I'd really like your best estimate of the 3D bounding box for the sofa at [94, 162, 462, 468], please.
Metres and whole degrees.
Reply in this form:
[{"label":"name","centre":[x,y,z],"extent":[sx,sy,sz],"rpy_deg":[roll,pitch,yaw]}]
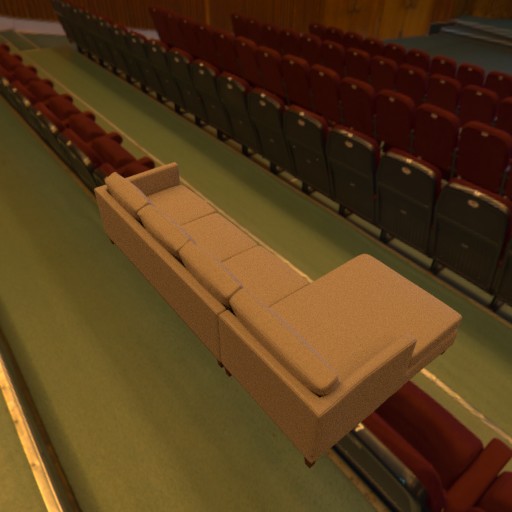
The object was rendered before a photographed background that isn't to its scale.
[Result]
[{"label":"sofa","centre":[0.000,0.000,3.998],"extent":[1.625,0.846,3.186],"rpy_deg":[-27,47,-29]}]
